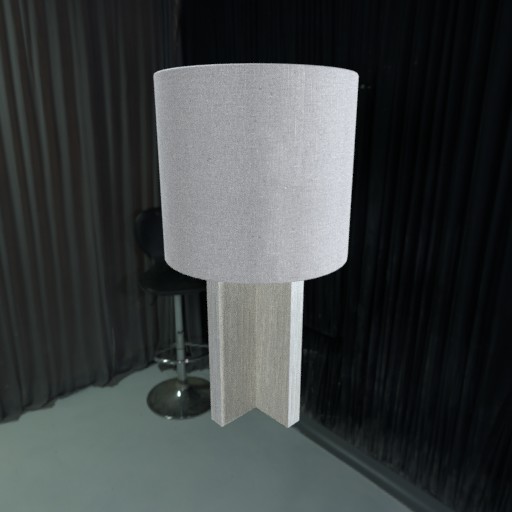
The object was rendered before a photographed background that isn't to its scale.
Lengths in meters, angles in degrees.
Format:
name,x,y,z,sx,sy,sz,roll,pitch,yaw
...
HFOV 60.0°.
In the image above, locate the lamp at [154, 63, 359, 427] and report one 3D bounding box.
name,x,y,z,sx,sy,sz,roll,pitch,yaw
lamp,0.000,0.000,0.567,0.229,0.428,0.229,-15,23,-41
